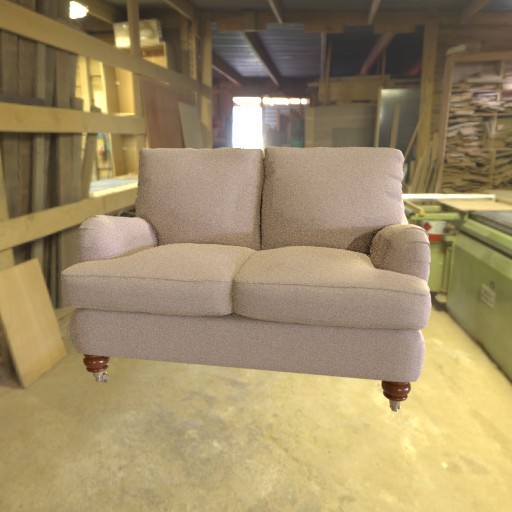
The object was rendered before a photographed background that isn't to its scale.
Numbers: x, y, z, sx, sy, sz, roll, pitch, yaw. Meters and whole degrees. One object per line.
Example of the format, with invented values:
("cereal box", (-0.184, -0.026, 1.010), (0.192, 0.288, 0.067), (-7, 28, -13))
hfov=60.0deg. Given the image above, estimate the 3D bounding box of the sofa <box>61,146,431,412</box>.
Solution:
("sofa", (0.000, 0.000, 2.180), (1.508, 1.048, 1.087), (2, 14, 10))
